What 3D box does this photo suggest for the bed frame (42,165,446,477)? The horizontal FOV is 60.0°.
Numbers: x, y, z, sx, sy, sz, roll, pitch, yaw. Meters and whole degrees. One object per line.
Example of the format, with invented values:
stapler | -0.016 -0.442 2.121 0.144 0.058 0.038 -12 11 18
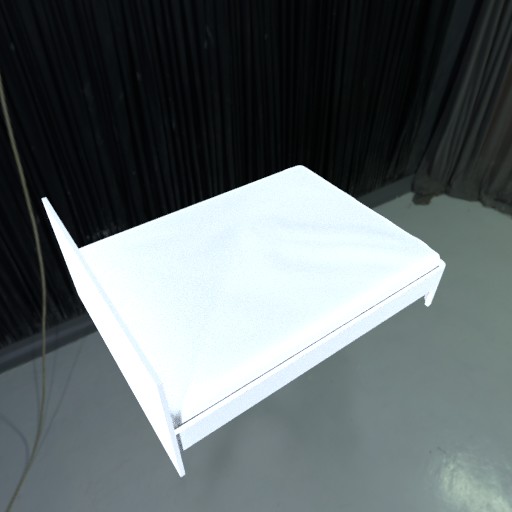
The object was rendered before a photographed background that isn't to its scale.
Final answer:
bed frame | 0.000 0.000 2.768 1.950 0.800 1.490 -25 47 -26
